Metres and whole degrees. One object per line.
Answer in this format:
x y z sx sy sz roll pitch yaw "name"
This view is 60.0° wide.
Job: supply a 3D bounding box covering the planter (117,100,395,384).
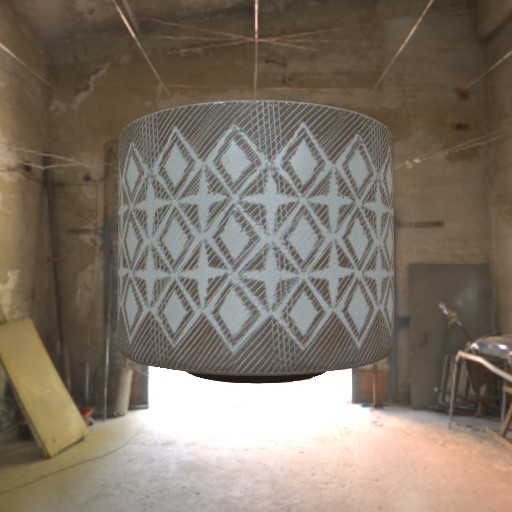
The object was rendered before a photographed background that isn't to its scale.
0.000 0.000 0.213 0.126 0.104 0.126 0 -1 0 "planter"
